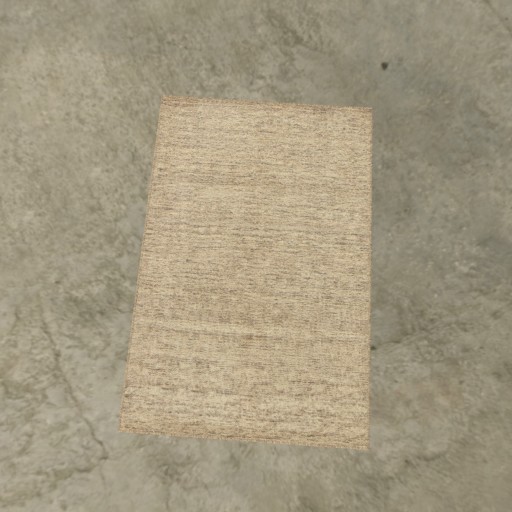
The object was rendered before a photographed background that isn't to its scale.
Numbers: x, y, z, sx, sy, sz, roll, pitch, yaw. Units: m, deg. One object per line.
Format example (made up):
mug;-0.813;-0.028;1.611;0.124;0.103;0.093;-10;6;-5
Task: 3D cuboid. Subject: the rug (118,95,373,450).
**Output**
rug;0.000;0.000;2.331;1.211;0.018;1.822;4;77;1
